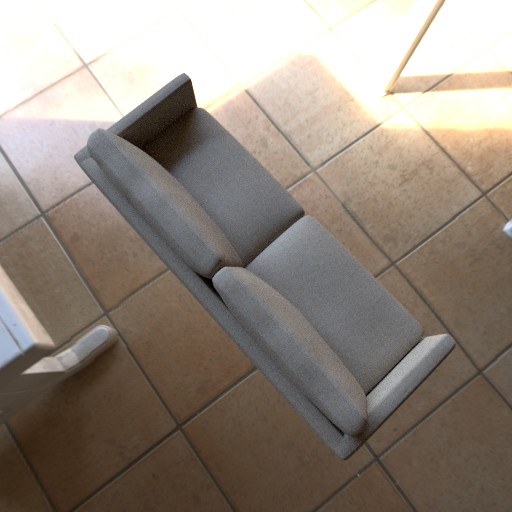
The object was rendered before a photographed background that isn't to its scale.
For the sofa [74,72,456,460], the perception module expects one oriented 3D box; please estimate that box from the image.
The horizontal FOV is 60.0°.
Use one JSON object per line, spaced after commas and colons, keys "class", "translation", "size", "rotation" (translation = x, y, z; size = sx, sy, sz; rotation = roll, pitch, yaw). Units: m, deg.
{"class": "sofa", "translation": [0.000, 0.000, 2.903], "size": [0.951, 0.965, 2.434], "rotation": [-42, 79, -10]}
